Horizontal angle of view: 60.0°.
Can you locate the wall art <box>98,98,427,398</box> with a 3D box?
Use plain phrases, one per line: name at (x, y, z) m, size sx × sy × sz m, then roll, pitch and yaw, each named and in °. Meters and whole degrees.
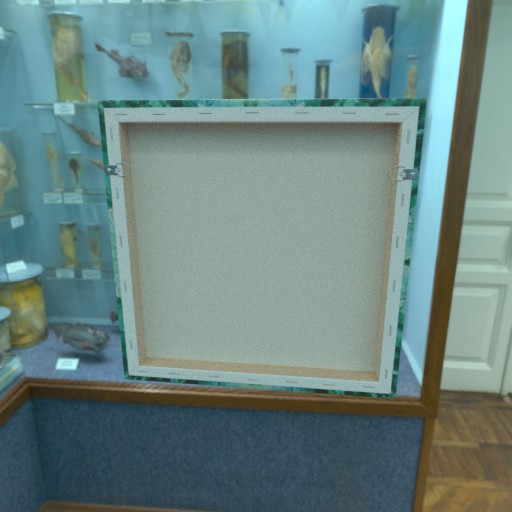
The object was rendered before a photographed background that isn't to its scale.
wall art at (0.000, 0.000, 0.762) m, size 0.507 × 0.508 × 0.038 m, roll 2°, pitch 17°, yaw 7°
